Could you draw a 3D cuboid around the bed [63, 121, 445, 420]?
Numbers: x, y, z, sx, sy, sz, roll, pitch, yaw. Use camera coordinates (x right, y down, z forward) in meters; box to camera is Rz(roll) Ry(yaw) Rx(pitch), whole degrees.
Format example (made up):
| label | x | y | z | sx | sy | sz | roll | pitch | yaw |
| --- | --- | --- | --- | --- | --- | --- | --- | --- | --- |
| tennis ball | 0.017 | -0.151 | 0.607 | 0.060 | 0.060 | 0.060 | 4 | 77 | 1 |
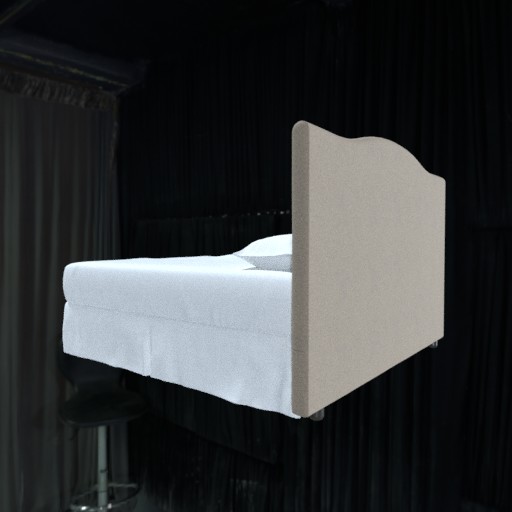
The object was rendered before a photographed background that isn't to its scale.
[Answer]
| label | x | y | z | sx | sy | sz | roll | pitch | yaw |
| --- | --- | --- | --- | --- | --- | --- | --- | --- | --- |
| bed | 0.000 | 0.000 | 3.353 | 2.182 | 1.421 | 2.083 | 1 | 2 | 38 |
